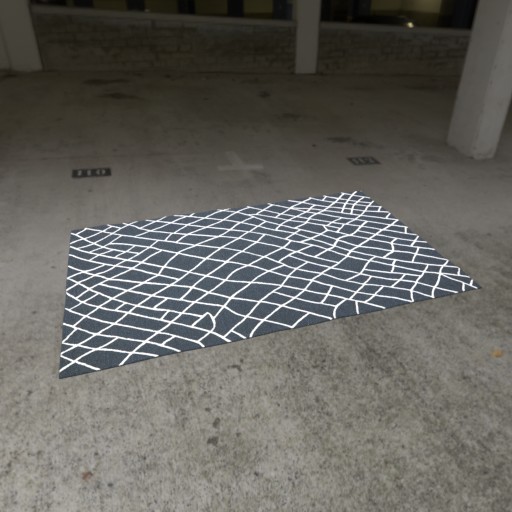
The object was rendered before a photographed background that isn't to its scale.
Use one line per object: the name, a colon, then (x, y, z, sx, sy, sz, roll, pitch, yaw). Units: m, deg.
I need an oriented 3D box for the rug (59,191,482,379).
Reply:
rug: (0.000, 0.000, 3.034, 2.448, 0.017, 1.529, -9, 34, -15)
